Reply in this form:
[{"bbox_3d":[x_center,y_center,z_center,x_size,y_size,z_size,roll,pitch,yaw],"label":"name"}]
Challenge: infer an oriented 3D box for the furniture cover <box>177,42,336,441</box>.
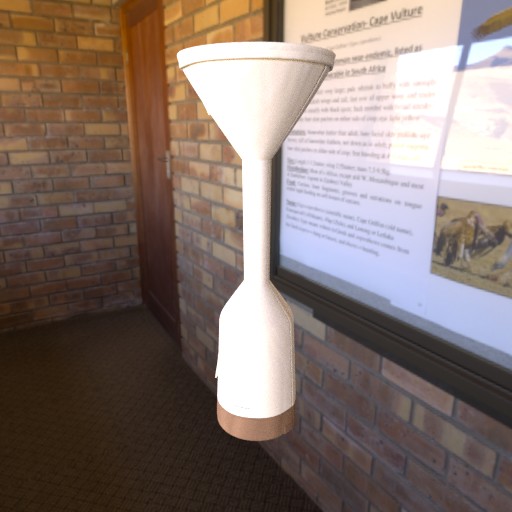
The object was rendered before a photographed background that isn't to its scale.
[{"bbox_3d":[0.000,0.000,2.900,0.914,2.413,0.914,8,18,25],"label":"furniture cover"}]
